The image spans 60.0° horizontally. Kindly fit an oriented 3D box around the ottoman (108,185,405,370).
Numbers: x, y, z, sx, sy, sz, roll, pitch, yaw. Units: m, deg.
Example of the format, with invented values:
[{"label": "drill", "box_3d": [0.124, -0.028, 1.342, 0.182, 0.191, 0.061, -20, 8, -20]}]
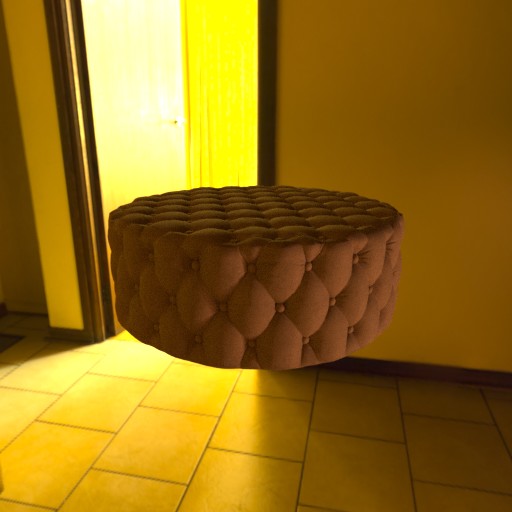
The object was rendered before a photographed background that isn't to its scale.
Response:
[{"label": "ottoman", "box_3d": [0.000, 0.000, 1.582, 0.998, 0.399, 0.998, 0, 17, 0]}]
